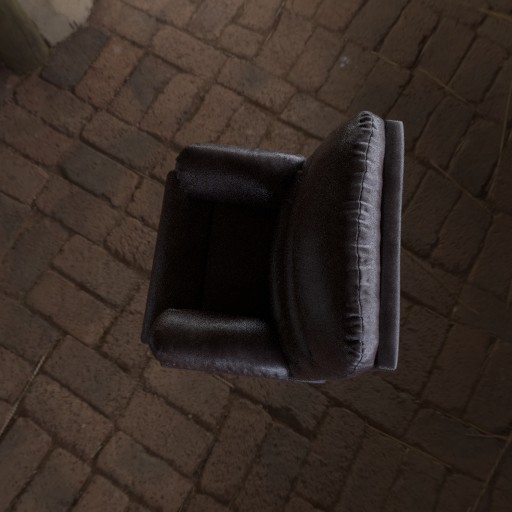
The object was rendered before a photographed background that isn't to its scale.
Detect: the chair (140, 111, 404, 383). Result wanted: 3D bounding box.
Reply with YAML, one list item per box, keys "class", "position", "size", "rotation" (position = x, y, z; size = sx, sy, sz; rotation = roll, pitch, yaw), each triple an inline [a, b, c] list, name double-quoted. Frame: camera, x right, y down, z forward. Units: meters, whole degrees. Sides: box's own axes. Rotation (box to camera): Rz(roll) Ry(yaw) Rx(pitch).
- class: "chair"
  position: [0.000, 0.000, 1.771]
  size: [0.879, 1.041, 0.940]
  rotation: [6, 76, 1]
